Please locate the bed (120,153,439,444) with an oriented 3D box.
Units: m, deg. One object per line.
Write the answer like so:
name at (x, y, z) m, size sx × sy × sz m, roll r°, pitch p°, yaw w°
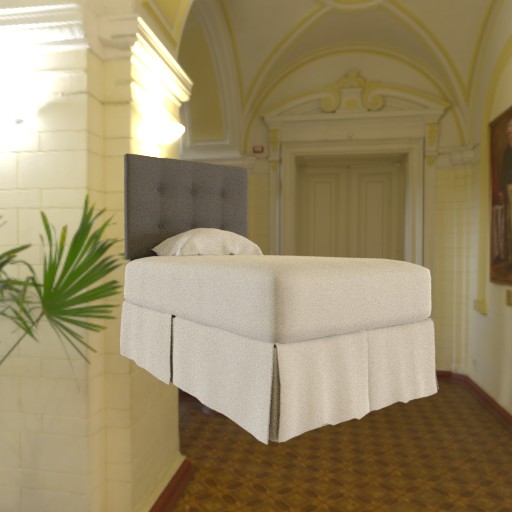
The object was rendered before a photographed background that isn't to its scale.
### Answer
bed at (0.000, 0.000, 2.994) m, size 1.261 × 1.571 × 1.997 m, roll -1°, pitch 1°, yaw -36°
